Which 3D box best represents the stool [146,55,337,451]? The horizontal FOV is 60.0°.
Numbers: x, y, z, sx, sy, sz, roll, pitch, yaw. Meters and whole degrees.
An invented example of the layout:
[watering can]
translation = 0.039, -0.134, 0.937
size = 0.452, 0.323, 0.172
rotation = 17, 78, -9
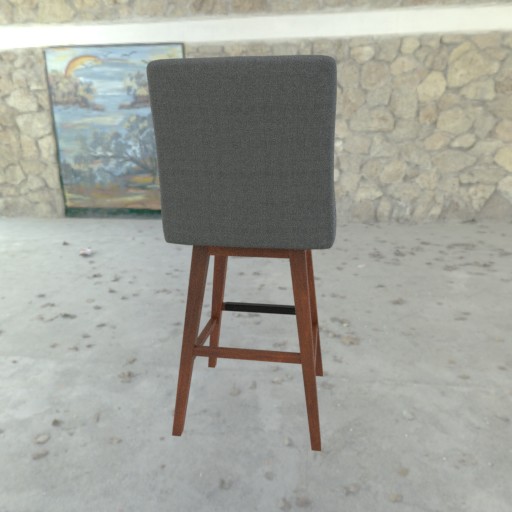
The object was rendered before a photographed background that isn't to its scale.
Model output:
[stool]
translation = 0.000, 0.000, 1.265
size = 0.447, 0.977, 0.524
rotation = 2, 15, 9
